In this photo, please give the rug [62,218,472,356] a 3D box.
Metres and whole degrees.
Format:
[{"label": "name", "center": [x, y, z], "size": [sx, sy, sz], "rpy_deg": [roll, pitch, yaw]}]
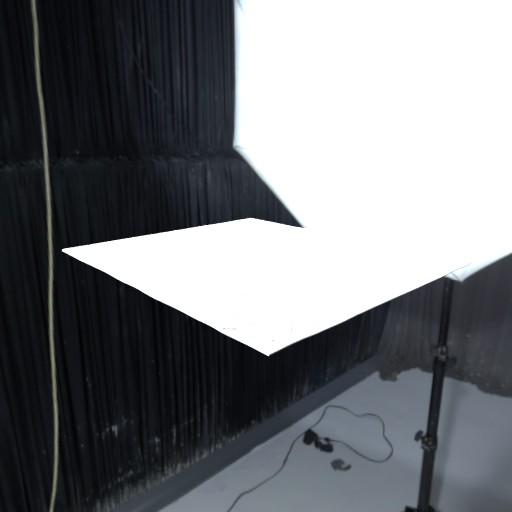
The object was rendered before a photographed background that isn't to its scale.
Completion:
[{"label": "rug", "center": [0.000, 0.000, 0.904], "size": [0.548, 0.006, 0.639], "rpy_deg": [-14, 20, -41]}]
